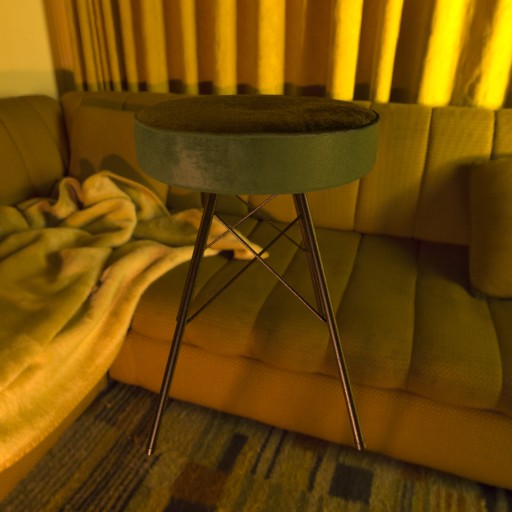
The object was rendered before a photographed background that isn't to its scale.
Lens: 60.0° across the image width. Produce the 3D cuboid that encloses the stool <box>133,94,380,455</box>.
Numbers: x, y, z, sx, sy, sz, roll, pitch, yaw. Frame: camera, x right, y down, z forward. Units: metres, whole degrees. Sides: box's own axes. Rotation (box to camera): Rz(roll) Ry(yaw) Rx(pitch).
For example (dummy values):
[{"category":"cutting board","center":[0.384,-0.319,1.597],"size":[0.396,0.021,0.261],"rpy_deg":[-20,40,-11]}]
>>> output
[{"category":"stool","center":[0.000,0.000,0.904],"size":[0.430,0.595,0.457],"rpy_deg":[-1,26,-2]}]
